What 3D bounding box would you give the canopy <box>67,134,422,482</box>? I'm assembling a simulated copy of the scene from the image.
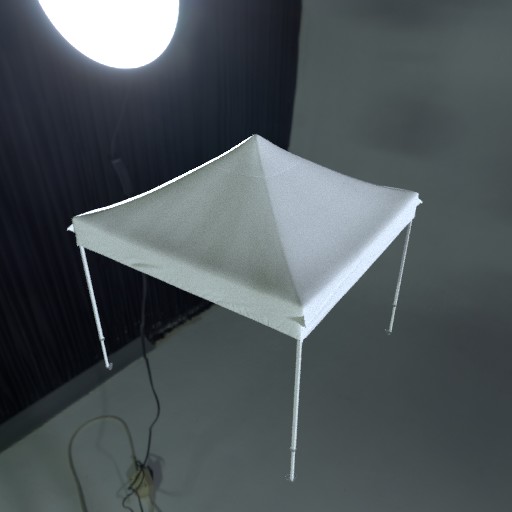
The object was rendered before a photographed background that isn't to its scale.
[{"bbox_3d":[0.000,0.000,5.493,2.996,2.998,2.994,19,35,30],"label":"canopy"}]
